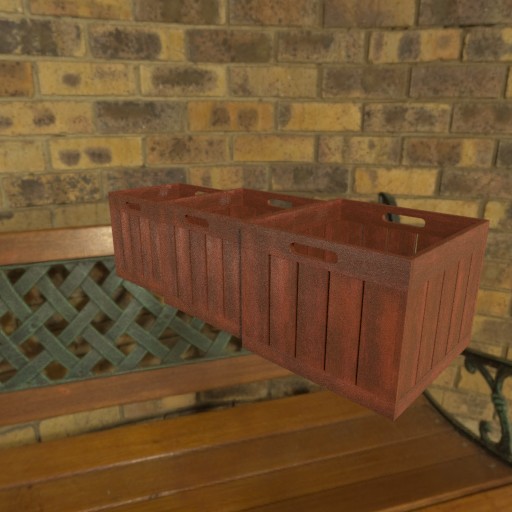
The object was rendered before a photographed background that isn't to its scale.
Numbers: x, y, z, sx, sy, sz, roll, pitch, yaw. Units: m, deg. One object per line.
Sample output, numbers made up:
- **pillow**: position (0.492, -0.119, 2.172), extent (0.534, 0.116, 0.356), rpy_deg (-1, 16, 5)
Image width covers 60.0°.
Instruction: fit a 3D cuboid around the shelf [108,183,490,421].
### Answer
- **shelf**: position (0.000, 0.000, 1.247), extent (1.064, 0.311, 0.393), rpy_deg (16, 24, 41)
